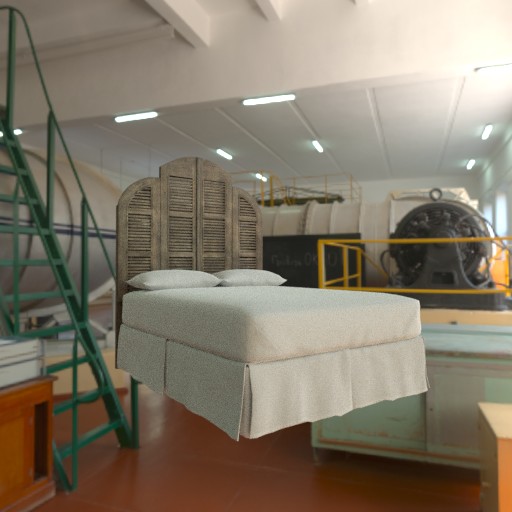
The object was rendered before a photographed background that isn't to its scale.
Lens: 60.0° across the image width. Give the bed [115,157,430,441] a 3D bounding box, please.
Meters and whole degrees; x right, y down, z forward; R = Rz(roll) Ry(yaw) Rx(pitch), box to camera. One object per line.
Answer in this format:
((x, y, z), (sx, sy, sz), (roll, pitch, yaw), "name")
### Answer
((0.000, 0.000, 3.646), (1.713, 2.019, 2.138), (1, -1, -36), "bed")
